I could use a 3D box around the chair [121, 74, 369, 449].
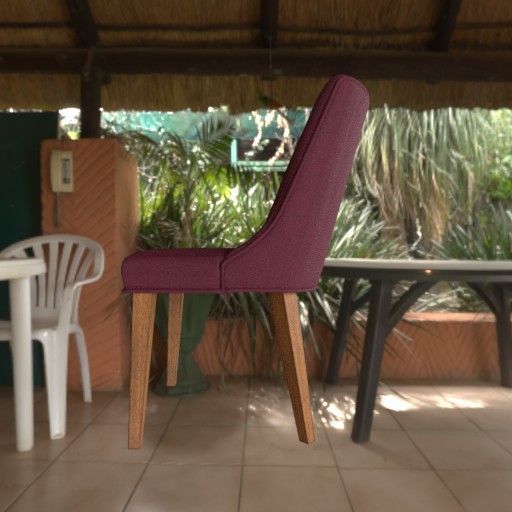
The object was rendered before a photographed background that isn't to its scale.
[{"bbox_3d":[0.000,0.000,1.306,0.638,0.916,0.548,0,1,0],"label":"chair"}]
